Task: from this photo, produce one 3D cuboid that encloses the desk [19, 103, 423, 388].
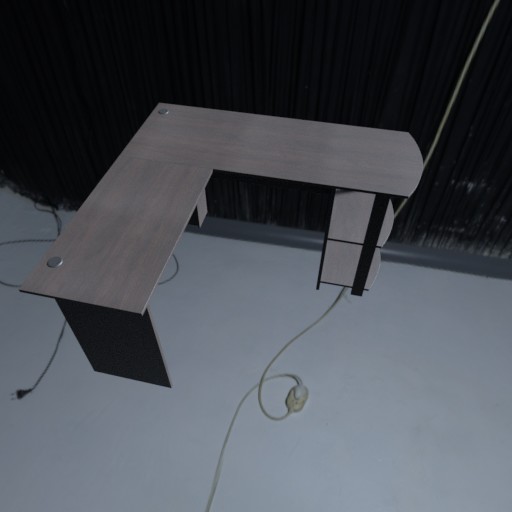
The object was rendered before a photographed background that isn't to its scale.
[{"bbox_3d":[0.000,0.000,2.098,1.361,0.716,1.303,10,48,9],"label":"desk"}]
